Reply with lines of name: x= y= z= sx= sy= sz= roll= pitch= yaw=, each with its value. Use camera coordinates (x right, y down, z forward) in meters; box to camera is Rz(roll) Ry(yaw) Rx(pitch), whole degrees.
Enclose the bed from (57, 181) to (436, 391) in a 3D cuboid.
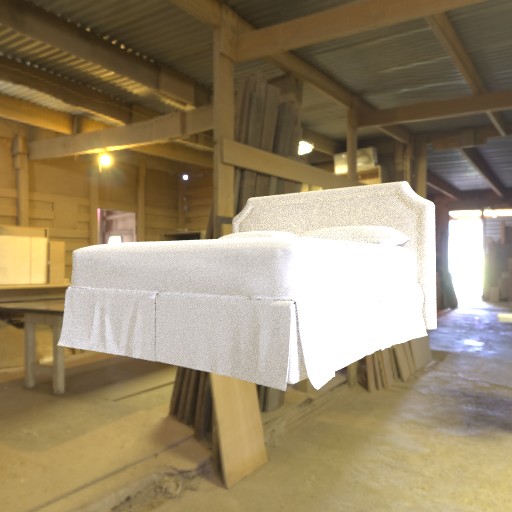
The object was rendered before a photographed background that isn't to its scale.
bed: x=0.000 y=0.000 z=3.486 sx=2.160 sy=1.301 sz=2.204 roll=-1 pitch=-1 yaw=37
